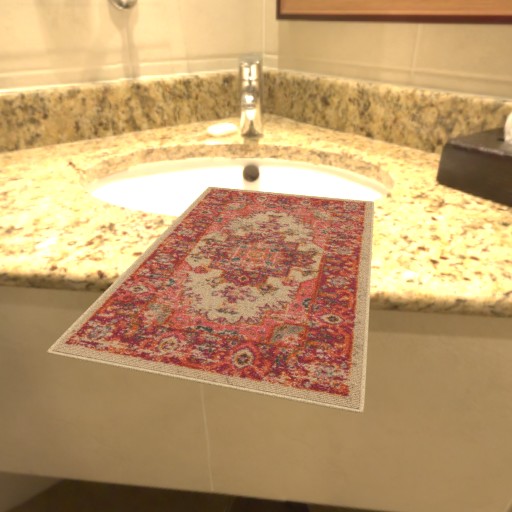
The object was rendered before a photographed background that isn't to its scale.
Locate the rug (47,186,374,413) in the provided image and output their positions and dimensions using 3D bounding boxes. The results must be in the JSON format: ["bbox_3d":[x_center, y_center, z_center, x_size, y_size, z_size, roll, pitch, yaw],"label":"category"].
[{"bbox_3d":[0.000,0.000,1.097,0.556,0.004,0.868,7,30,12],"label":"rug"}]
